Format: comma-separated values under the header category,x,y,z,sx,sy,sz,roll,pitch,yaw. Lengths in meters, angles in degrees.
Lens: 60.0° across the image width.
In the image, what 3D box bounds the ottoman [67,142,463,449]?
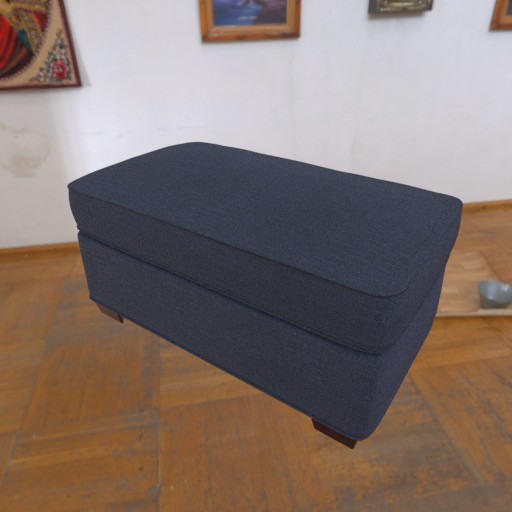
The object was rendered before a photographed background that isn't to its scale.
category,x,y,z,sx,sy,sz,roll,pitch,yaw
ottoman,0.000,0.000,1.182,0.895,0.453,0.505,20,36,29
